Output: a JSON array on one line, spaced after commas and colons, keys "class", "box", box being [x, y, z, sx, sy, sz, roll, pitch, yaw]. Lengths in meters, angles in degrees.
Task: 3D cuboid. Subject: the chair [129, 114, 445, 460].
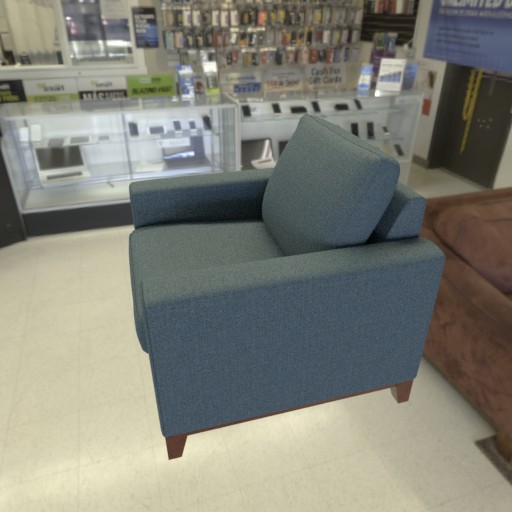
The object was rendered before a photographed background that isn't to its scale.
[{"class": "chair", "box": [0.000, 0.000, 1.870, 1.038, 1.010, 1.024, -8, 31, -14]}]
